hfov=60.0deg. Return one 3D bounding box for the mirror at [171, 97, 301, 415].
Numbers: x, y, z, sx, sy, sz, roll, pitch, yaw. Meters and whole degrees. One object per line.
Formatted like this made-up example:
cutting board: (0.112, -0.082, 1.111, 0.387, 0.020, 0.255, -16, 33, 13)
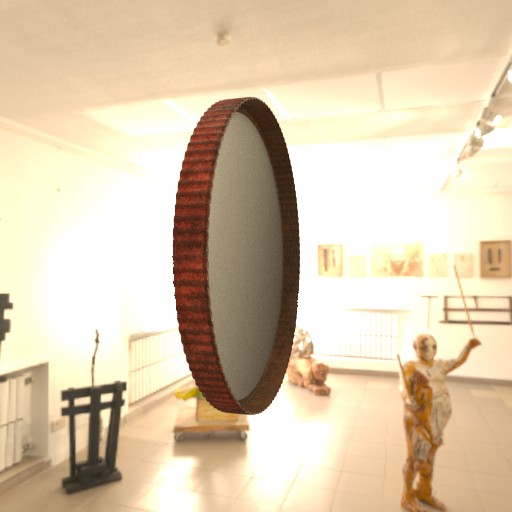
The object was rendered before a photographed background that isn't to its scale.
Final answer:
mirror: (0.000, 0.000, 0.901, 0.056, 0.609, 0.609, 0, -1, 18)
